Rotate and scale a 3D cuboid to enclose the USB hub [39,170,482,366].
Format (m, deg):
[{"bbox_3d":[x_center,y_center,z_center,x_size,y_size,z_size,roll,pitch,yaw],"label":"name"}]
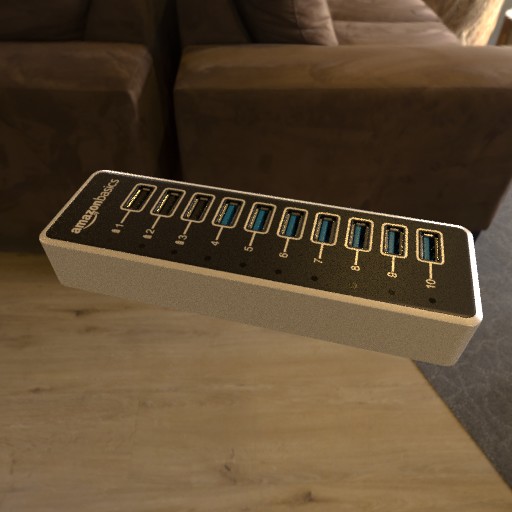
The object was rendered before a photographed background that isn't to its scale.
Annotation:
[{"bbox_3d":[0.000,0.000,0.161,0.145,0.023,0.044,10,47,10],"label":"USB hub"}]
